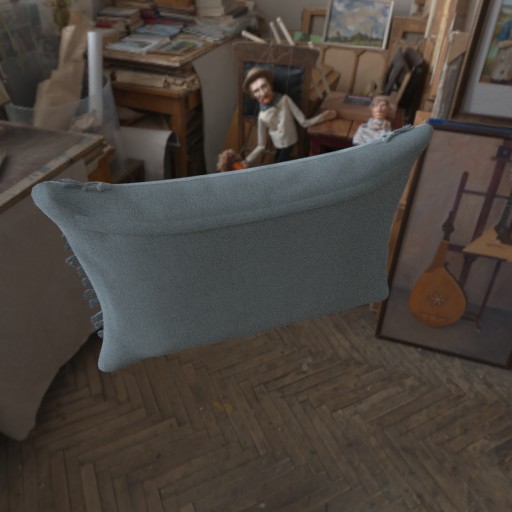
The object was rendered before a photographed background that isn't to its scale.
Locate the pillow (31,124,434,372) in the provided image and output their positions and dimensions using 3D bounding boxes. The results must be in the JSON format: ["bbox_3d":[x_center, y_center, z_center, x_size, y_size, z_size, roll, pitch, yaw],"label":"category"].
[{"bbox_3d":[0.000,0.000,0.583,0.466,0.305,0.084,-12,41,-15],"label":"pillow"}]
